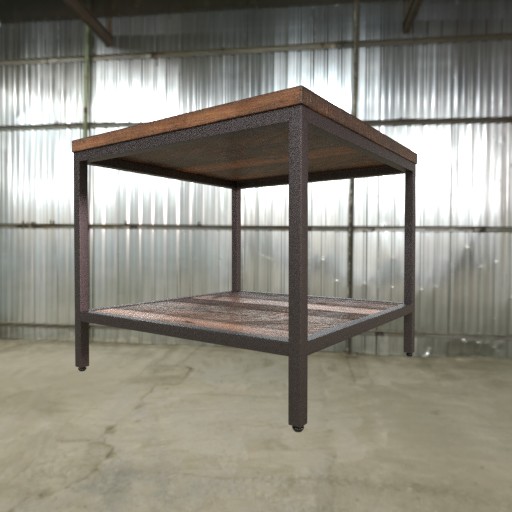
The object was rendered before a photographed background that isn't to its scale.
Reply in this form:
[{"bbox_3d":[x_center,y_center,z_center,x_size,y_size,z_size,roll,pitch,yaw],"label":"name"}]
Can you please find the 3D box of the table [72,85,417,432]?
[{"bbox_3d":[0.000,0.000,0.991,0.548,0.482,0.553,1,2,36],"label":"table"}]
